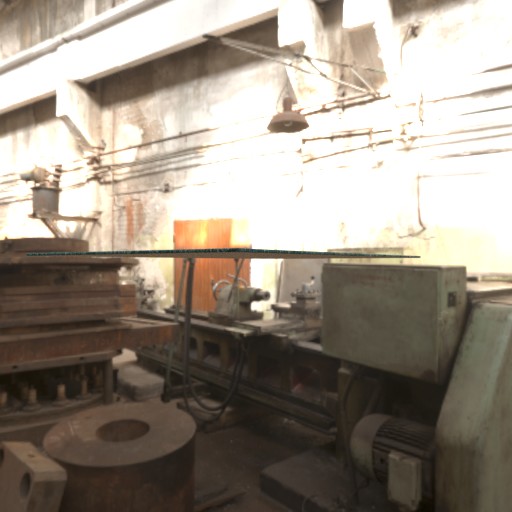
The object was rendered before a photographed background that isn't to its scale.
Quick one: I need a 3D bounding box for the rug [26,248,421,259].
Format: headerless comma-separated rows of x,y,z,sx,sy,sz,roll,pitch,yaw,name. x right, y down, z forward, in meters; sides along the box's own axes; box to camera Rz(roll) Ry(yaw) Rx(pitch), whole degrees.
0.000,0.000,2.933,1.490,0.015,2.277,-1,-1,36,rug
